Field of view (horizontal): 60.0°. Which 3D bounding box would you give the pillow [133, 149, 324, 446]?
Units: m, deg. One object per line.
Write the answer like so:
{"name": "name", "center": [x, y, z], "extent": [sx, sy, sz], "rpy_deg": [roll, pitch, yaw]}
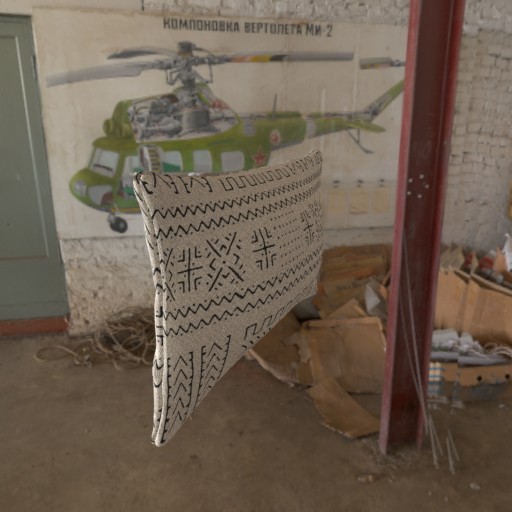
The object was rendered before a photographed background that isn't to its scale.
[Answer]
{"name": "pillow", "center": [0.000, 0.000, 0.797], "extent": [0.188, 0.352, 0.637], "rpy_deg": [8, 18, 25]}
